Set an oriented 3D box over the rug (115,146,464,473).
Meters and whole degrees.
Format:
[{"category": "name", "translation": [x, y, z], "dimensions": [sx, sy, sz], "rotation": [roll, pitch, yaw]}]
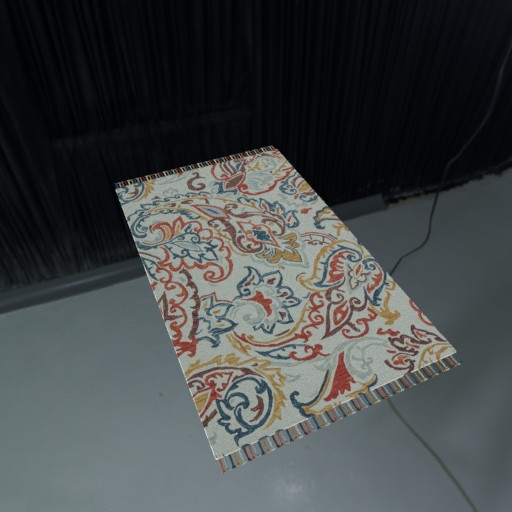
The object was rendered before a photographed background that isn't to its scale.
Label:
[{"category": "rug", "translation": [0.000, 0.000, 3.195], "dimensions": [1.523, 0.010, 2.584], "rotation": [-18, 48, -17]}]
